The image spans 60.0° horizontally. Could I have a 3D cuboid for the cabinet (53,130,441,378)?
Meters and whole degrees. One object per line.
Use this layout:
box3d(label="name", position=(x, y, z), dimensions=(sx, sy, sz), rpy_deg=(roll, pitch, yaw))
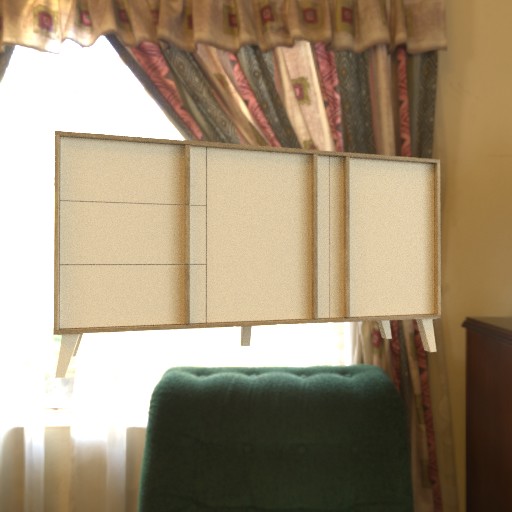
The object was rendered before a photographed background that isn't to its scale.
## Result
box3d(label="cabinet", position=(0.000, 0.000, 1.983), dimensions=(1.600, 0.870, 0.450), rpy_deg=(0, -1, -16))
